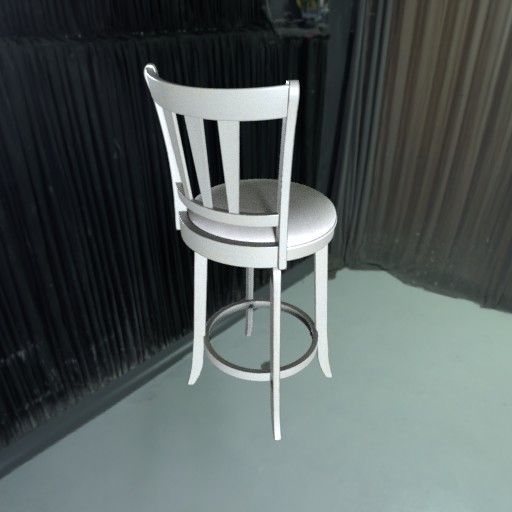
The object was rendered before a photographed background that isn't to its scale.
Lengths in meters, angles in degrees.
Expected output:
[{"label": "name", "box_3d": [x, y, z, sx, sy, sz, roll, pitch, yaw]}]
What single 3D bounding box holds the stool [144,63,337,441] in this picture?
[{"label": "stool", "box_3d": [0.000, 0.000, 1.301, 0.436, 1.042, 0.475, 21, 36, 32]}]
